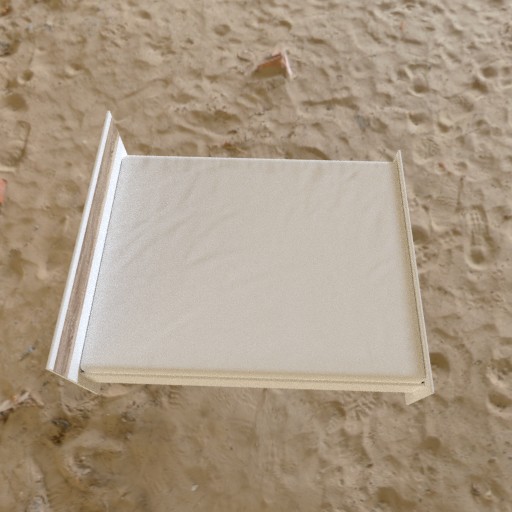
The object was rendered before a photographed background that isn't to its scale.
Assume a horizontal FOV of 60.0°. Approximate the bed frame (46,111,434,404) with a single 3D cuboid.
[{"bbox_3d":[0.000,0.000,2.947,2.060,0.800,1.720,2,64,1],"label":"bed frame"}]
